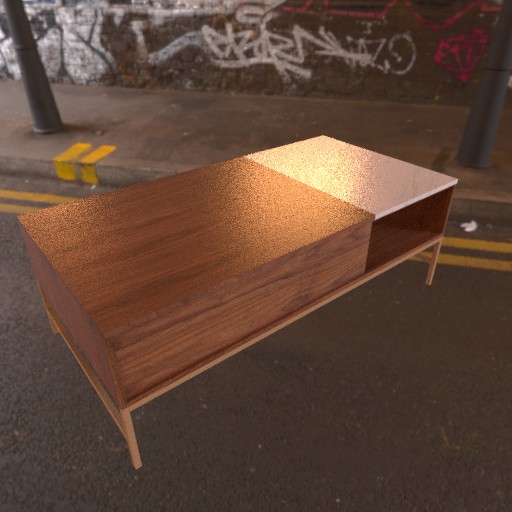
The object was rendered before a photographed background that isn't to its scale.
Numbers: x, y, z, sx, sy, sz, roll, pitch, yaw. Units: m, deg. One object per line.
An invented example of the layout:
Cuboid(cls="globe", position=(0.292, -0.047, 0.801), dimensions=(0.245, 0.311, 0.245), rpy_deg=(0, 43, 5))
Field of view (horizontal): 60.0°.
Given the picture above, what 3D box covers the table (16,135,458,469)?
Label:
Cuboid(cls="table", position=(0.000, 0.000, 1.871), dimensions=(1.553, 0.551, 0.789), rpy_deg=(-23, 38, -32))
